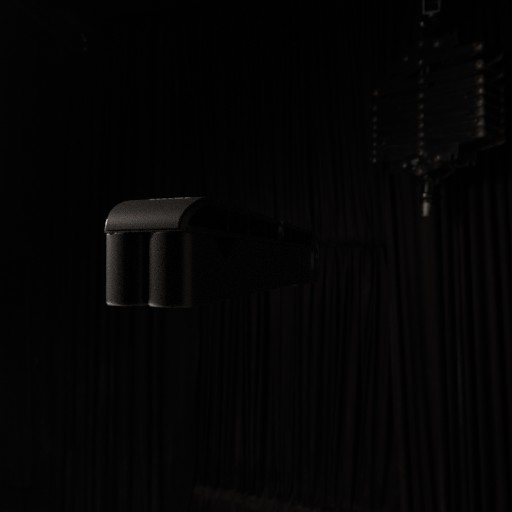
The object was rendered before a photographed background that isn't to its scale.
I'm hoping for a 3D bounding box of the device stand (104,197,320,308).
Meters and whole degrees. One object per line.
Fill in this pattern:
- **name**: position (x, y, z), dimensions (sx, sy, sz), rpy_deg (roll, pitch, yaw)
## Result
- **device stand**: position (0.000, 0.000, 0.192), dimensions (0.026, 0.030, 0.179), rpy_deg (0, -1, 18)
